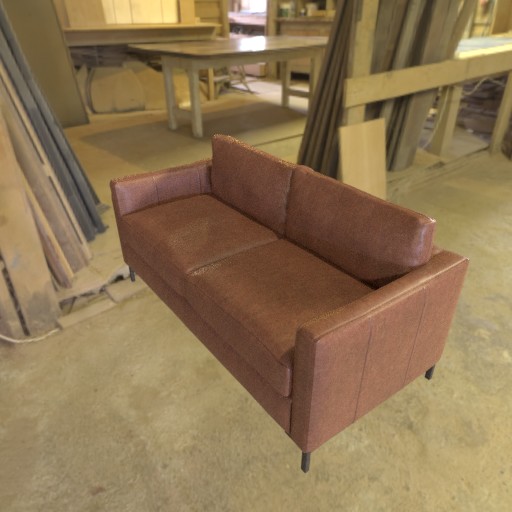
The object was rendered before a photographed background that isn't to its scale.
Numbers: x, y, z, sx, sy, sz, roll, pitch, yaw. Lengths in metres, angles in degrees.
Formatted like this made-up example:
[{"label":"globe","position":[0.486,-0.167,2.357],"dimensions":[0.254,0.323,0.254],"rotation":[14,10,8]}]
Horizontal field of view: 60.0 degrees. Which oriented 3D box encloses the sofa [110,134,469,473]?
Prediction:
[{"label":"sofa","position":[0.000,0.000,2.299],"dimensions":[0.899,0.883,1.797],"rotation":[-21,36,-31]}]
